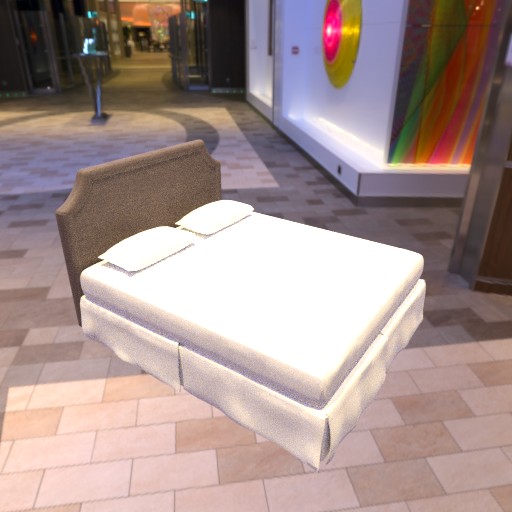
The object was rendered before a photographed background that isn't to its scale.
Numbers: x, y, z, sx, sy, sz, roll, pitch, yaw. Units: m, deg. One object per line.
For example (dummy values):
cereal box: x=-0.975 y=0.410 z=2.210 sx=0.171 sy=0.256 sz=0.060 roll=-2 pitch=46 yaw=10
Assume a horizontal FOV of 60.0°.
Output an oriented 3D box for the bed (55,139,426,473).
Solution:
bed: x=0.000 y=0.000 z=4.176 sx=2.773 sy=1.590 sz=2.350 roll=17 pitch=31 yaw=31
